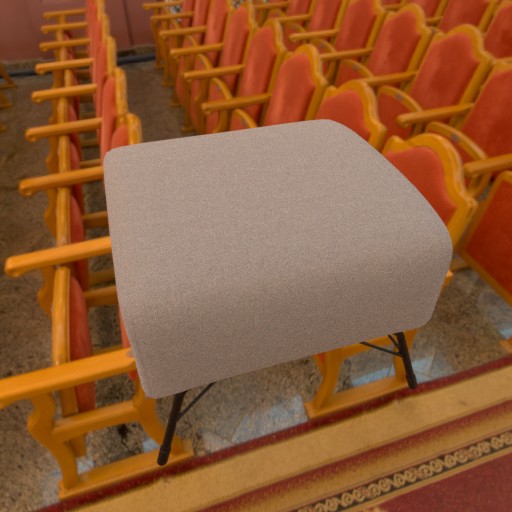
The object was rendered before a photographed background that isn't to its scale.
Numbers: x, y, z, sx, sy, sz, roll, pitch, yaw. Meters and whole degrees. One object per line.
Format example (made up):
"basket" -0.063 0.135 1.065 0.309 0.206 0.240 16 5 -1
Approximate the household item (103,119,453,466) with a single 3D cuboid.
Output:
"household item" 0.000 0.000 0.900 0.530 0.410 0.530 -12 42 -13
